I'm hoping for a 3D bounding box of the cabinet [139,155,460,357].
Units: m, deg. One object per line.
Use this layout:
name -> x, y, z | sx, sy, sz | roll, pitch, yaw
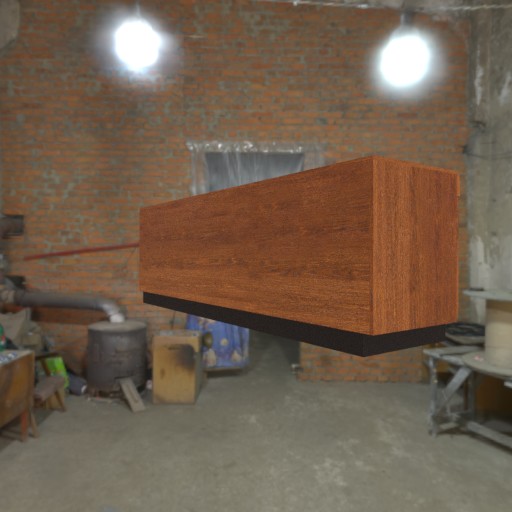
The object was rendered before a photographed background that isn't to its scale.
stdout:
cabinet -> 0.000, 0.000, 1.873 | 0.419, 0.510, 1.600 | 0, 0, -35
